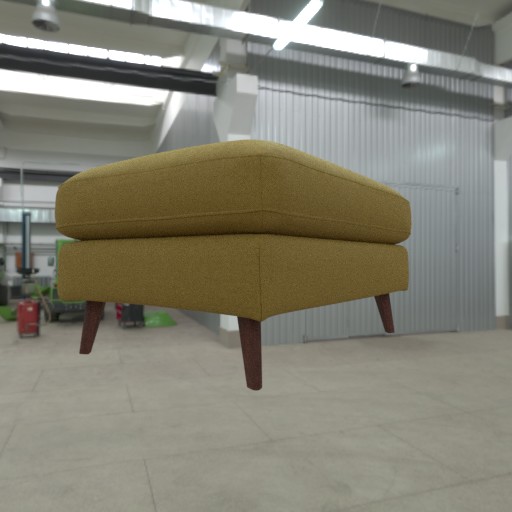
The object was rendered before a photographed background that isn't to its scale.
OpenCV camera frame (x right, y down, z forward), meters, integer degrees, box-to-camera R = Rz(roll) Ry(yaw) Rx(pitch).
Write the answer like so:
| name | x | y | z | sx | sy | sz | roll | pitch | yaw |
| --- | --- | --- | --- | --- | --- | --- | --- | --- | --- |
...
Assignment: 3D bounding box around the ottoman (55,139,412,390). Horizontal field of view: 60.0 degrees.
| name | x | y | z | sx | sy | sz | roll | pitch | yaw |
| --- | --- | --- | --- | --- | --- | --- | --- | --- | --- |
| ottoman | 0.000 | 0.000 | 1.160 | 0.608 | 0.449 | 0.811 | 0 | 0 | 35 |
